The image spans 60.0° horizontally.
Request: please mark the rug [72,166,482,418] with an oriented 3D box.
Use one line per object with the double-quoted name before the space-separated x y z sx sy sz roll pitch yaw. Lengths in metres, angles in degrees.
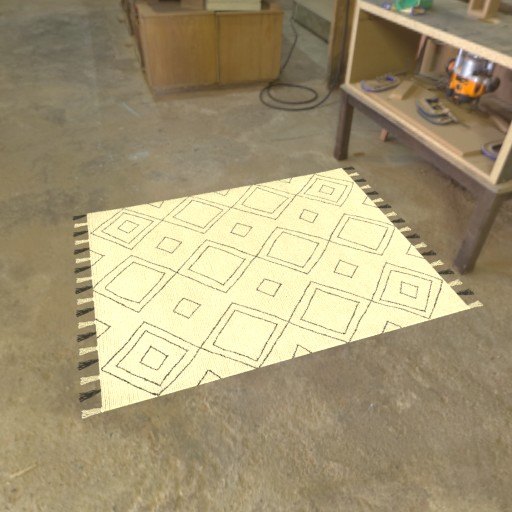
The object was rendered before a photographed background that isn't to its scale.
"rug" 0.000 0.000 4.123 3.221 0.026 2.342 -12 43 -14
